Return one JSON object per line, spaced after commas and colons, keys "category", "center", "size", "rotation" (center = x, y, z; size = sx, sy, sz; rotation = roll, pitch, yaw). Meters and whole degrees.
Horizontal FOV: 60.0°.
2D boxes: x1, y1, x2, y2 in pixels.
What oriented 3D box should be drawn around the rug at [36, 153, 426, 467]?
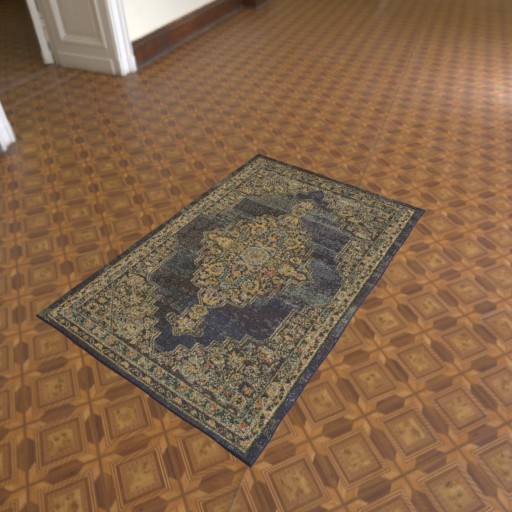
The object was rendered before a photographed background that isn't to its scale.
{"category": "rug", "center": [0.000, 0.000, 2.281], "size": [1.184, 0.012, 1.781], "rotation": [25, 47, 25]}
